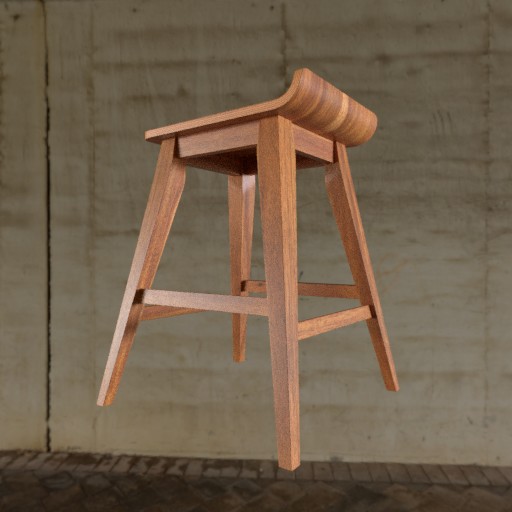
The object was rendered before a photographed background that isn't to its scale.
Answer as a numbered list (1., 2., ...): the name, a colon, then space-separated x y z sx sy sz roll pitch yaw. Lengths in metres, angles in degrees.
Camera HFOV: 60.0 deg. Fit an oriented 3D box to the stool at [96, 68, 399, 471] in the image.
1. stool: 0.000 0.000 1.022 0.500 0.650 0.500 0 1 36
